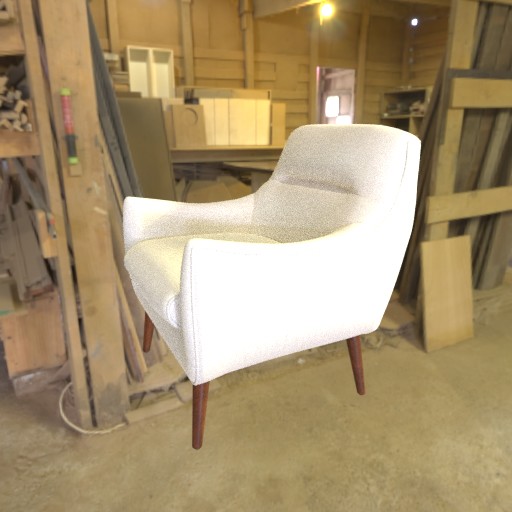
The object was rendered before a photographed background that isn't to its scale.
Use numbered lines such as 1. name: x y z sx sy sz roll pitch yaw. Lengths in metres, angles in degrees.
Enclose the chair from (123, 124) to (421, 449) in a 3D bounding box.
1. chair: 0.000 0.000 1.470 0.787 0.838 0.762 -8 18 -25
